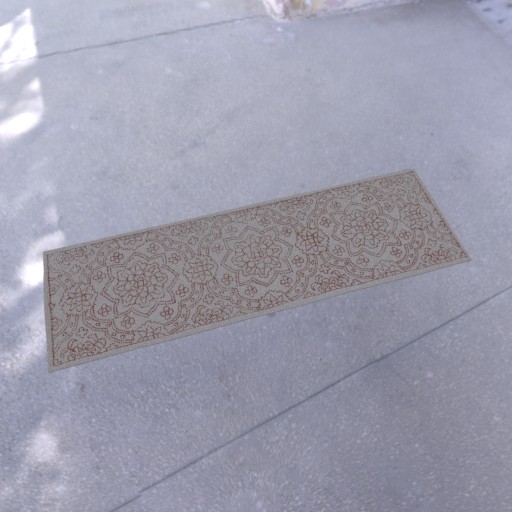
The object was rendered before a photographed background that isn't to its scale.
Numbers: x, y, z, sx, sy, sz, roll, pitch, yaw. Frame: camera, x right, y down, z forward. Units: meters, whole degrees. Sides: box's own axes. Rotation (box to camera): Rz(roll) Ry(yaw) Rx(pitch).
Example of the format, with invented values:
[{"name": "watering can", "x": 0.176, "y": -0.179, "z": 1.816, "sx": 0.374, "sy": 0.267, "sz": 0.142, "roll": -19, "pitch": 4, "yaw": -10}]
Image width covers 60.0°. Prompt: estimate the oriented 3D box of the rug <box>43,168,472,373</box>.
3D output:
[{"name": "rug", "x": 0.000, "y": 0.000, "z": 2.640, "sx": 2.448, "sy": 0.012, "sz": 0.769, "roll": -14, "pitch": 59, "yaw": -8}]
